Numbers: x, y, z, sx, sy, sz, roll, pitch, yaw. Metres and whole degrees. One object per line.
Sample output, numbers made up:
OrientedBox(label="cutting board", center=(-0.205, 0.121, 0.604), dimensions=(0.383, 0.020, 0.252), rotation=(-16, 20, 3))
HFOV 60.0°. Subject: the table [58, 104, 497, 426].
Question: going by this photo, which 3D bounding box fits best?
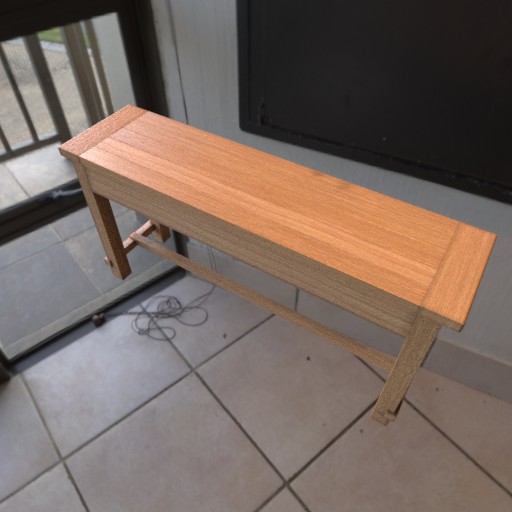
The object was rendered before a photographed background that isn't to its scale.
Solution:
OrientedBox(label="table", center=(0.000, 0.000, 1.883), dimensions=(1.599, 0.762, 0.442), rotation=(25, 52, 21))
